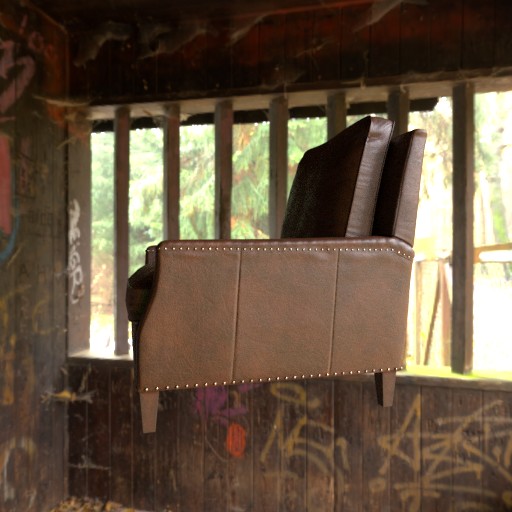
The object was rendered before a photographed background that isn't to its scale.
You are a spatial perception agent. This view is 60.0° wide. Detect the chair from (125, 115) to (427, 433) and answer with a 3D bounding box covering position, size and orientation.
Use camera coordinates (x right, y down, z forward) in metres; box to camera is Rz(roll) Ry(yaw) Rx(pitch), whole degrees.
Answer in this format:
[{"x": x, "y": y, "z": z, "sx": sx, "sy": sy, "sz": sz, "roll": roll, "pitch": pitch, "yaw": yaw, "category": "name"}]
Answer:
[{"x": 0.000, "y": 0.000, "z": 1.832, "sx": 1.035, "sy": 1.054, "sz": 0.854, "roll": 0, "pitch": 0, "yaw": -16, "category": "chair"}]
